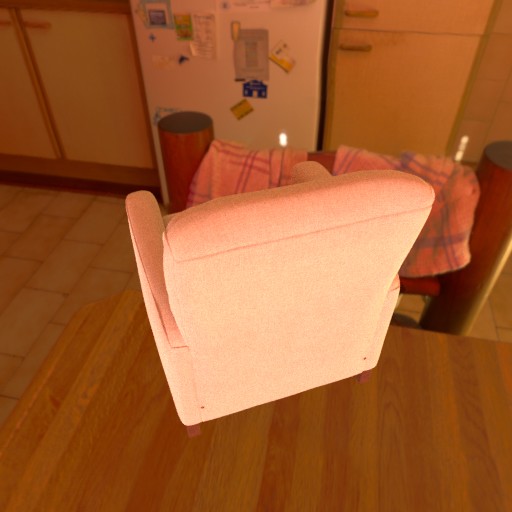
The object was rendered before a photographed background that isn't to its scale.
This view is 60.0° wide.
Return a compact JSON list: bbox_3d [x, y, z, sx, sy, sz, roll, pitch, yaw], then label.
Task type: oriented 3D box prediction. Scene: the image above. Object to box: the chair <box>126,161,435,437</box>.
[{"bbox_3d":[0.000,0.000,1.629,0.845,1.023,0.859,-13,44,-14],"label":"chair"}]
